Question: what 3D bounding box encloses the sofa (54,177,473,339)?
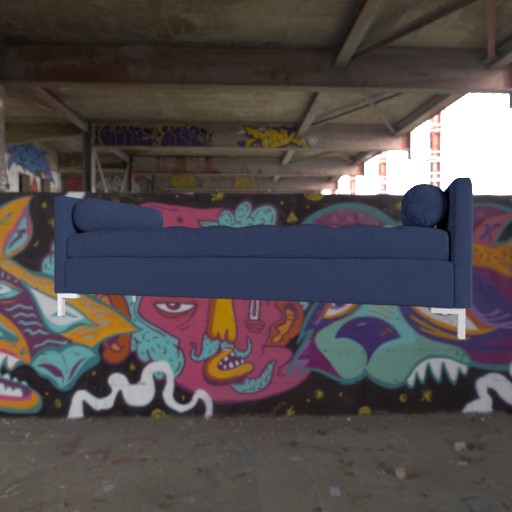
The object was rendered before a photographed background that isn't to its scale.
[{"bbox_3d":[0.000,0.000,2.463,2.102,0.657,0.797,0,1,18],"label":"sofa"}]
